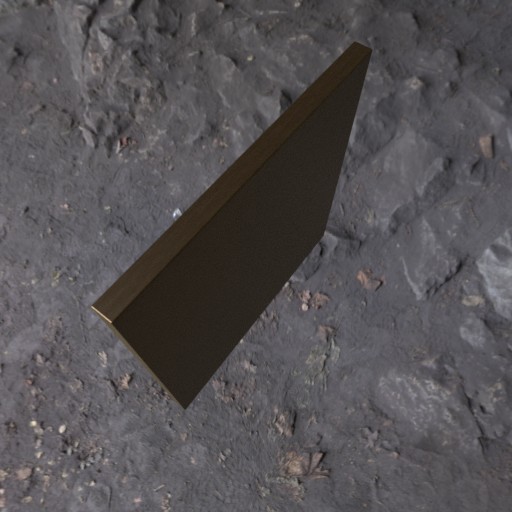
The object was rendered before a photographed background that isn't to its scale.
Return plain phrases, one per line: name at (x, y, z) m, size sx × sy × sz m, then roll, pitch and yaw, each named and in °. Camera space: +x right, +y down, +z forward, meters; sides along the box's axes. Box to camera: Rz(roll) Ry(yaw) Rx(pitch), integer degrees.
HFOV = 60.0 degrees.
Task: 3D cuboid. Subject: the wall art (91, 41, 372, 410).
wall art at (0.000, 0.000, 0.751) m, size 0.030 × 0.506 × 0.503 m, roll 34°, pitch 67°, yaw 17°
